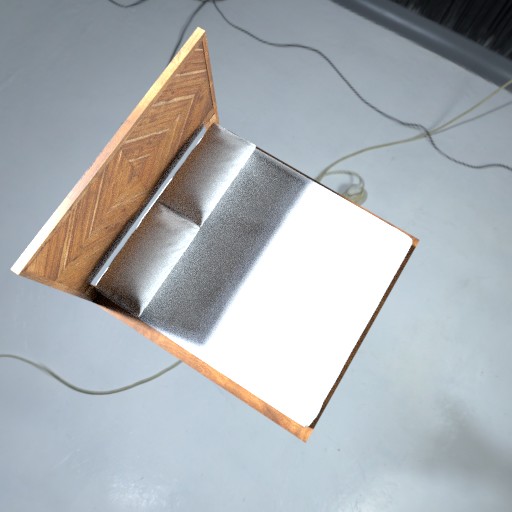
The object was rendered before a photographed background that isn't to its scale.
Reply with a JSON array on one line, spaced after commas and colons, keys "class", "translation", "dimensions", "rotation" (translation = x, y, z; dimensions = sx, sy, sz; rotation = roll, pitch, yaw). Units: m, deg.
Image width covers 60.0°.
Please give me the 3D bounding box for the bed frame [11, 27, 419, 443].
[{"class": "bed frame", "translation": [0.000, 0.000, 3.490], "dimensions": [2.235, 1.537, 2.038], "rotation": [31, 78, 7]}]
